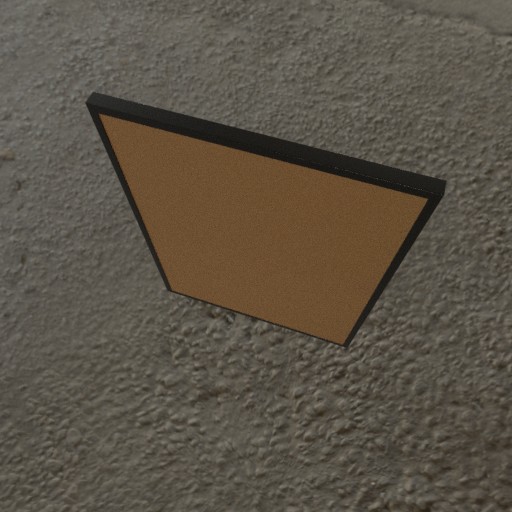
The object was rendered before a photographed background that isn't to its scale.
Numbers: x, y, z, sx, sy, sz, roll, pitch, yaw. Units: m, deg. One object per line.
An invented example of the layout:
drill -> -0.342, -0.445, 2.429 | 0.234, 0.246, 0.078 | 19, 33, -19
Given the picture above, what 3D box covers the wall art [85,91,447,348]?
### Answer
wall art -> 0.000, 0.000, 1.419 | 0.804, 1.061, 0.039 | 16, 63, 9
